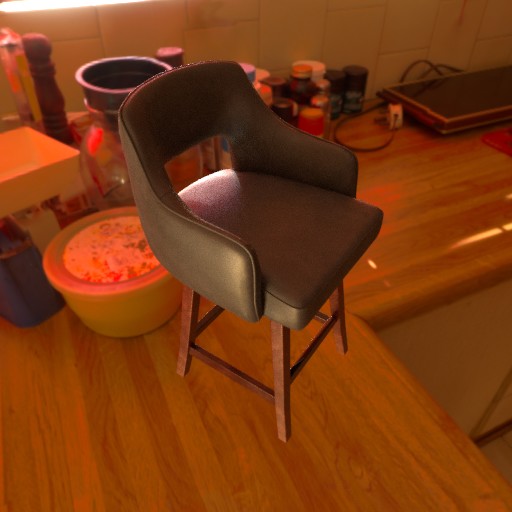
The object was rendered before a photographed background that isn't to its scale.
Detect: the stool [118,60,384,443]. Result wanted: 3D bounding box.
[{"bbox_3d":[0.000,0.000,1.275,0.560,0.936,0.550,24,45,26],"label":"stool"}]
